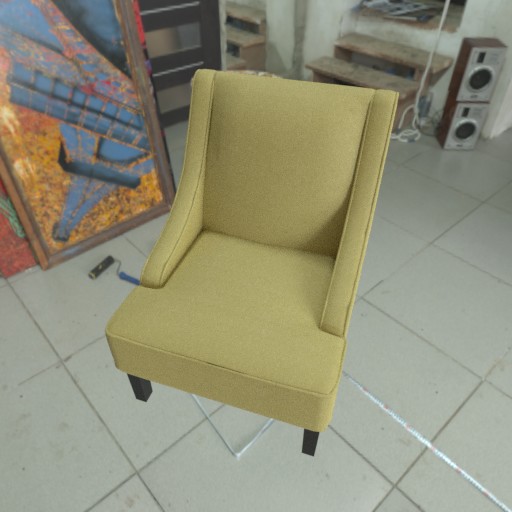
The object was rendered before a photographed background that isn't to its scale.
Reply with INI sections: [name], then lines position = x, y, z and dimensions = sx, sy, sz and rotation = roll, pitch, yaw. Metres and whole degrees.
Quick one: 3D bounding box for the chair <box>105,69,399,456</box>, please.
[chair]
position = 0.000, 0.000, 1.457
dimensions = 0.696, 0.896, 0.814
rotation = 12, 42, 14
